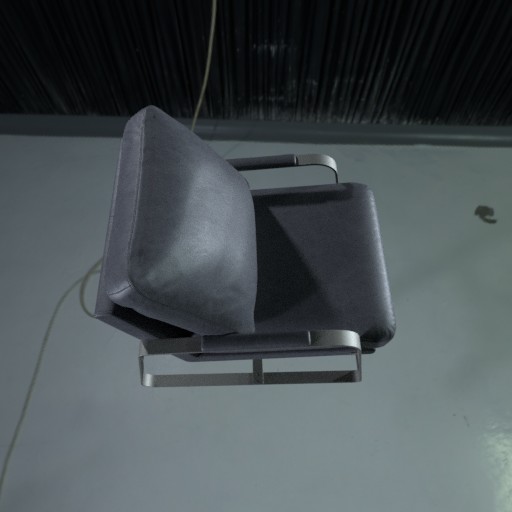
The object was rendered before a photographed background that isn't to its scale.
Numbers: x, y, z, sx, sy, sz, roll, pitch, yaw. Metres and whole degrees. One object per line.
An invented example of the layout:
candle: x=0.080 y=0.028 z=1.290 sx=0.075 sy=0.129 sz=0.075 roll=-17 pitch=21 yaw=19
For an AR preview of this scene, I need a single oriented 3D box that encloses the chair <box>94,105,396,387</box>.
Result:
chair: x=0.000 y=0.000 z=1.501 sx=0.878 sy=0.839 sz=0.692 roll=-1 pitch=63 yaw=-1
